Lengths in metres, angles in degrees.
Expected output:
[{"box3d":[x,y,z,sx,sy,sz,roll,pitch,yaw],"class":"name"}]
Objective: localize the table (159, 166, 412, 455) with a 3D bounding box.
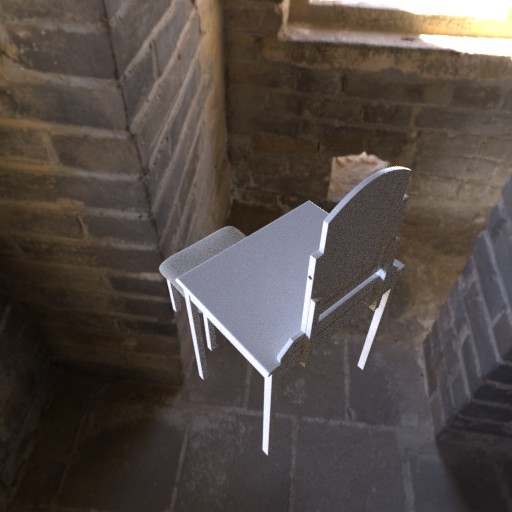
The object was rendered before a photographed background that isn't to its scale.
[{"box3d":[0.000,0.000,2.274,0.876,1.631,1.211,-32,54,-27],"class":"table"}]
